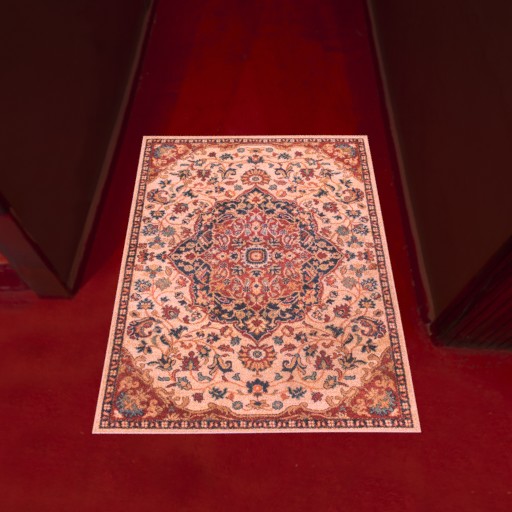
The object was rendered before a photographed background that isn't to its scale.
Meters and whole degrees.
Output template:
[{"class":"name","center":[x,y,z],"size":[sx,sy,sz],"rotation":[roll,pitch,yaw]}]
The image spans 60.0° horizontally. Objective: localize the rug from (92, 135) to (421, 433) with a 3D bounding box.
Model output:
[{"class":"rug","center":[0.000,0.000,4.084],"size":[2.454,0.005,3.067],"rotation":[0,59,0]}]
